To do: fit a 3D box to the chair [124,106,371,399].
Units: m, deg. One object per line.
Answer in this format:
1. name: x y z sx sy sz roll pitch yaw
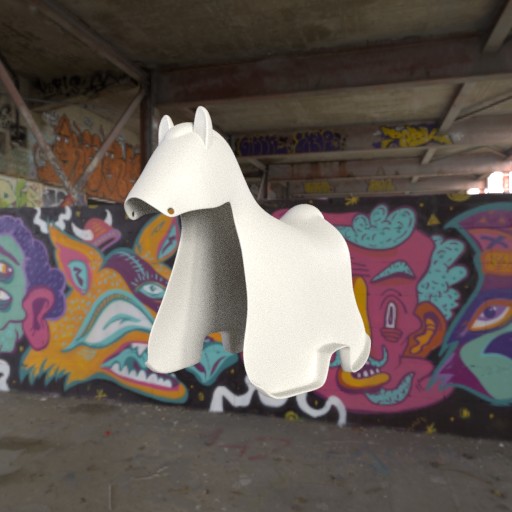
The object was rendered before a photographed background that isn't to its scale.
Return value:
1. chair: 0.000 0.000 1.153 0.429 0.612 0.800 0 0 35
